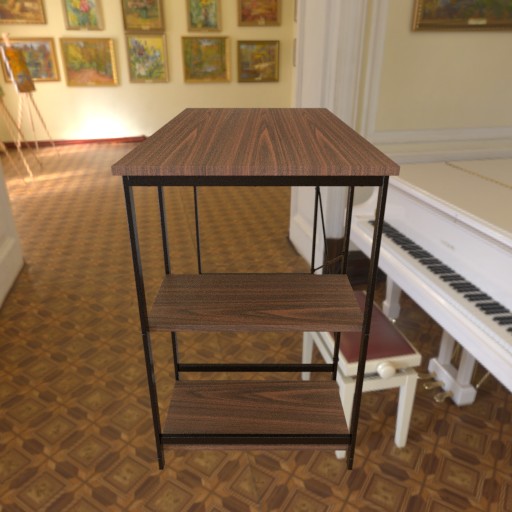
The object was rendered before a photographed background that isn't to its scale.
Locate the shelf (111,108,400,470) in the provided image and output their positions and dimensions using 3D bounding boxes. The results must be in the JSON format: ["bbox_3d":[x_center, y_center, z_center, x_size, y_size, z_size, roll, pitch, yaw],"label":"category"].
[{"bbox_3d":[0.000,0.000,1.327,0.498,0.750,0.902,0,25,0],"label":"shelf"}]
